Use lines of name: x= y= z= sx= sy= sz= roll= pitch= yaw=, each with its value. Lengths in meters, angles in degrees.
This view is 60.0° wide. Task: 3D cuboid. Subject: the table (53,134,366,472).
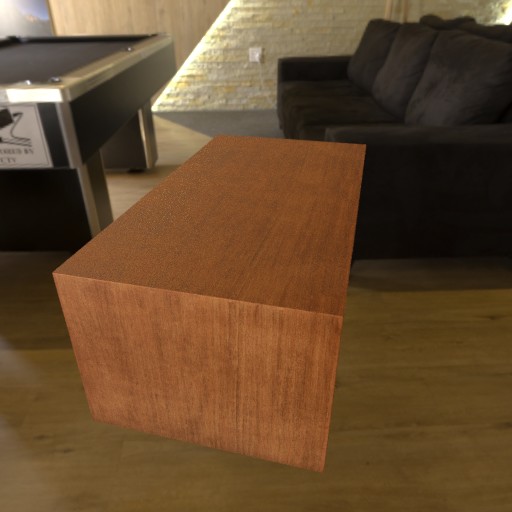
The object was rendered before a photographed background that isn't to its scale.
table: x=0.000 y=0.000 z=1.309 sx=0.549 sy=0.419 sz=1.000 roll=7 pitch=31 yaw=12
